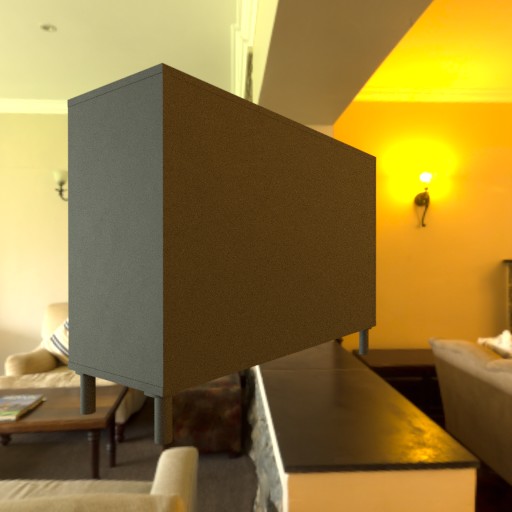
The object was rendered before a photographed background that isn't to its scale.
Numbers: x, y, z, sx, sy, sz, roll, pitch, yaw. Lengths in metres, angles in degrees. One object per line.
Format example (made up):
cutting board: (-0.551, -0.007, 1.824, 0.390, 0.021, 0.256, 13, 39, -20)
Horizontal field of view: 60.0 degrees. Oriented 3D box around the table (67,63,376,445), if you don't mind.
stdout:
table: (0.000, 0.000, 1.572, 0.400, 0.855, 1.200, 0, 0, 37)
